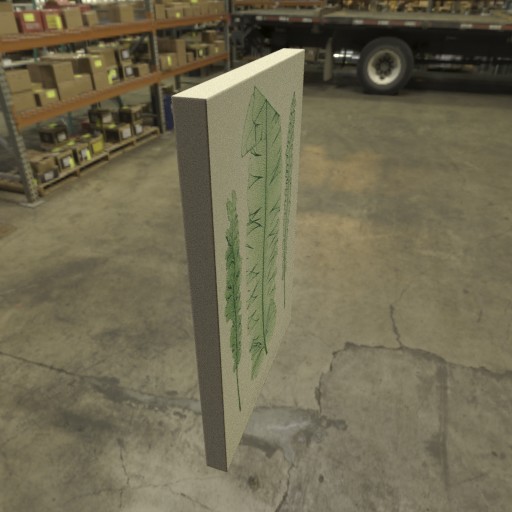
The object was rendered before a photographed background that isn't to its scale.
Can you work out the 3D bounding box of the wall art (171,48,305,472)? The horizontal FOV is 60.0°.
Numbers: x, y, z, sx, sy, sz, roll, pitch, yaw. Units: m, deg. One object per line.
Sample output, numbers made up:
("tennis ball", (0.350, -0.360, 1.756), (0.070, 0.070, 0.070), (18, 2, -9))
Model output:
("wall art", (0.000, 0.000, 0.766), (0.038, 0.608, 0.418), (10, 33, 16))
